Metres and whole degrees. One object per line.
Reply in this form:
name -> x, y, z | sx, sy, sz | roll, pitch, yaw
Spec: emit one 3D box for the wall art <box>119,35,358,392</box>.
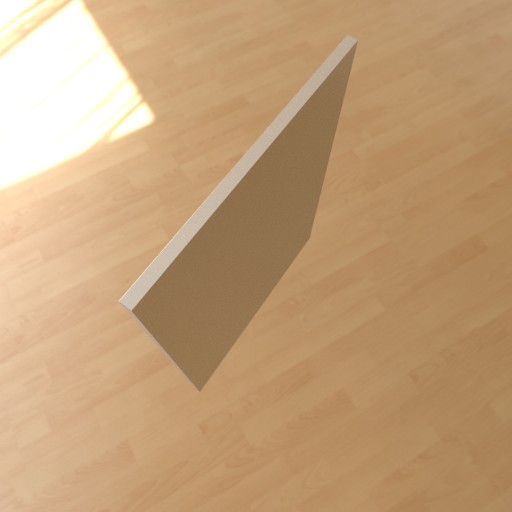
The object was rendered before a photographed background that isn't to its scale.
wall art -> 0.000, 0.000, 1.397 | 0.030, 1.046, 0.816 | 32, 69, 14
